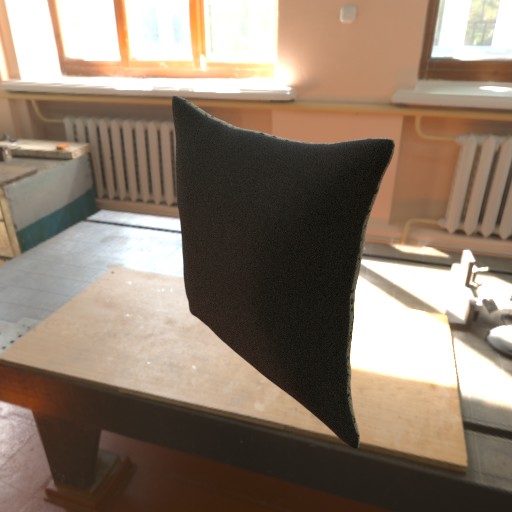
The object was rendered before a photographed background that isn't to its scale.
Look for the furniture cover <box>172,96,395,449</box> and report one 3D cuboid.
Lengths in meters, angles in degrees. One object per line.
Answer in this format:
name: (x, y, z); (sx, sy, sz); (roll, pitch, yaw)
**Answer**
furniture cover: (0.000, 0.000, 0.787); (0.180, 0.498, 0.525); (-18, 31, -33)
